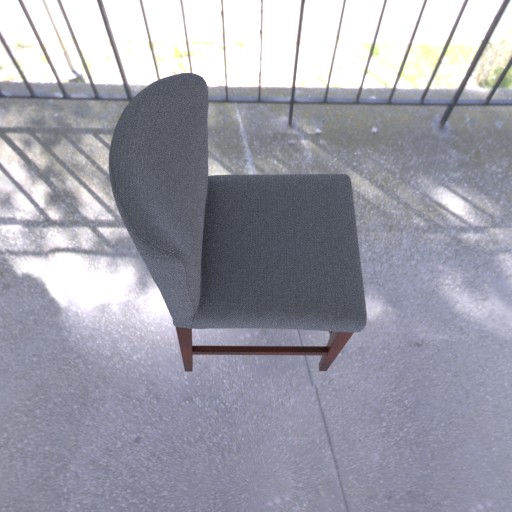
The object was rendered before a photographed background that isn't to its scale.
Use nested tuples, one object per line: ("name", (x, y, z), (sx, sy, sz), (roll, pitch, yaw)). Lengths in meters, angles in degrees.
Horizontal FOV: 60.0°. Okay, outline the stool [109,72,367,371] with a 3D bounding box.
("stool", (0.000, 0.000, 1.280), (0.568, 0.968, 0.479), (0, 62, 0))
